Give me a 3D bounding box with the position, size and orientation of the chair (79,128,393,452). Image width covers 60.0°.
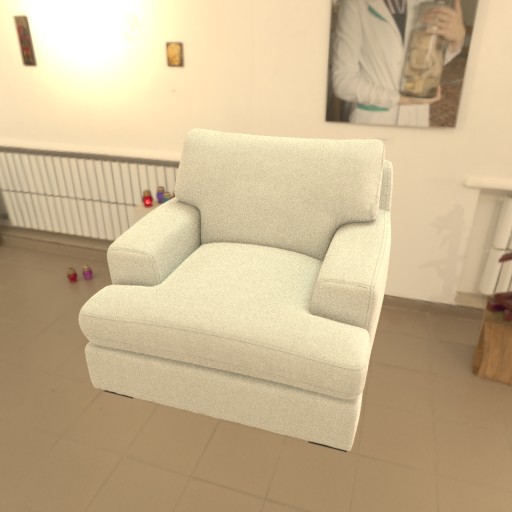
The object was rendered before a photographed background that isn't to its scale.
[{"bbox_3d":[0.000,0.000,1.985,1.140,0.930,1.158,8,28,16],"label":"chair"}]
